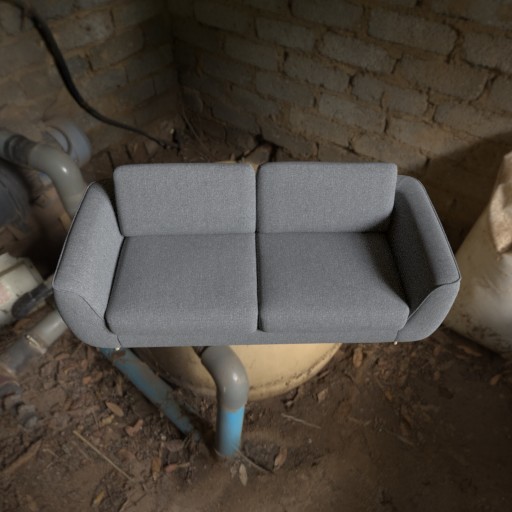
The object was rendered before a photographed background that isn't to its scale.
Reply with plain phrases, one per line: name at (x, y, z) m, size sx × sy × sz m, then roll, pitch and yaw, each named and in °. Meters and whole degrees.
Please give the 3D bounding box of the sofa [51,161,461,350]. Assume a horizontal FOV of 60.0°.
sofa at (0.000, 0.000, 2.504) m, size 2.000 × 0.870 × 0.920 m, roll -1°, pitch 47°, yaw -1°
